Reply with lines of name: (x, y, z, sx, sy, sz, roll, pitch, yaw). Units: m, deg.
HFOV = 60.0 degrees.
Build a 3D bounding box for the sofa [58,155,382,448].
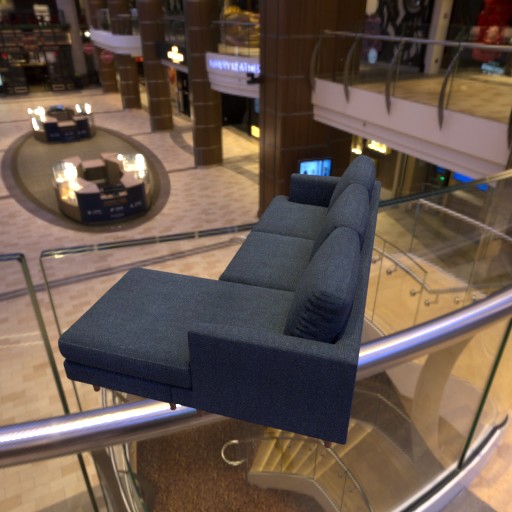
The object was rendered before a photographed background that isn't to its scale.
sofa: (0.000, 0.000, 3.000, 1.504, 0.956, 2.233, 8, 31, 14)
